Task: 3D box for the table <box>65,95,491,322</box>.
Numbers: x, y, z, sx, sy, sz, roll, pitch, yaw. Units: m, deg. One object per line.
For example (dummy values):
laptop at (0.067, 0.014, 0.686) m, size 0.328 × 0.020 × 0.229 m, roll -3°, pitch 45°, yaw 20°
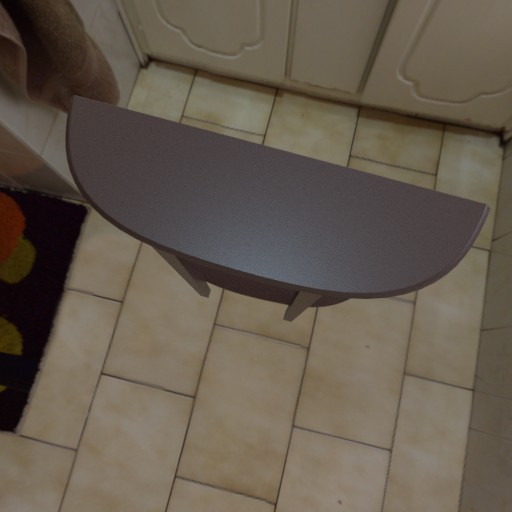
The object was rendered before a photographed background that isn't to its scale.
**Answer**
table at (0.000, 0.000, 1.284) m, size 0.909 × 0.831 × 0.274 m, roll 16°, pitch 77°, yaw 4°
